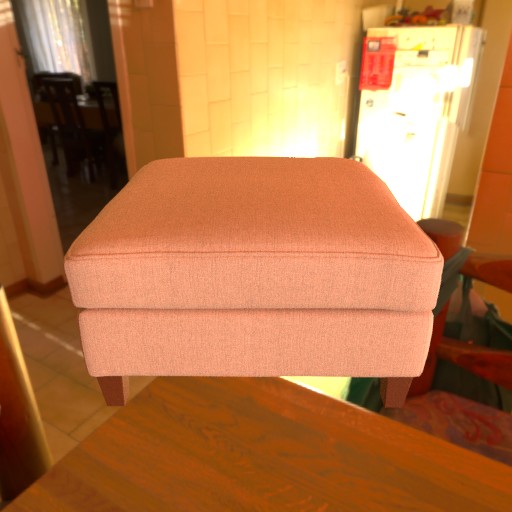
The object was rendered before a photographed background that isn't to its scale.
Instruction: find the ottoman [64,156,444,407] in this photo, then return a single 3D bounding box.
[{"bbox_3d":[0.000,0.000,1.380,0.838,0.503,0.838,0,26,0],"label":"ottoman"}]
